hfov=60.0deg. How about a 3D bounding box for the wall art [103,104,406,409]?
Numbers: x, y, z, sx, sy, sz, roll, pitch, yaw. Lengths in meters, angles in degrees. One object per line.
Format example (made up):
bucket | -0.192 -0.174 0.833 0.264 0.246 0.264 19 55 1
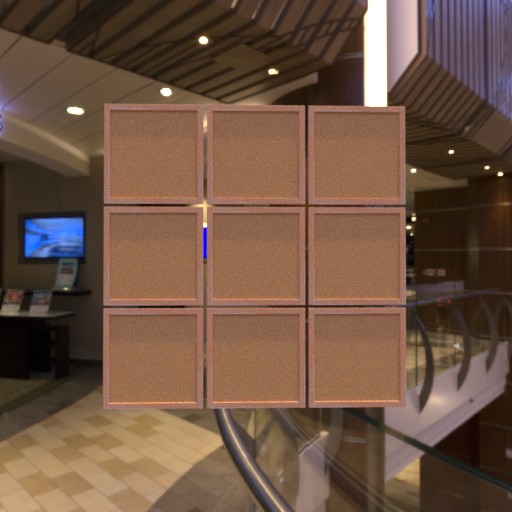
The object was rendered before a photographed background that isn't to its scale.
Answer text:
wall art | 0.000 0.000 1.789 1.216 1.220 0.013 0 -1 -1
